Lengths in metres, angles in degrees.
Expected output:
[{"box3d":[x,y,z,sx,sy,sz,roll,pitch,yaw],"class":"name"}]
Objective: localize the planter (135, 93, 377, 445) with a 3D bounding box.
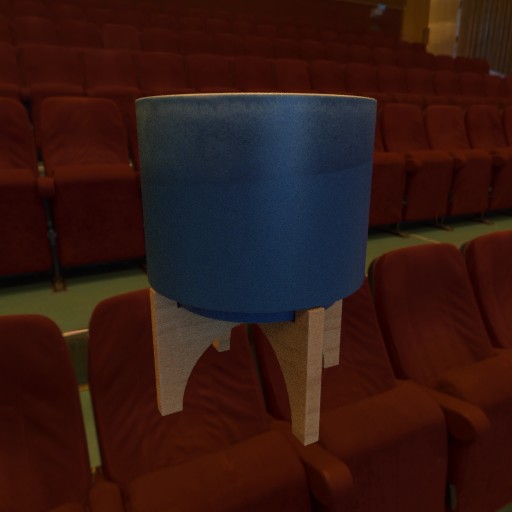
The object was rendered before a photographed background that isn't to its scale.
[{"box3d":[0.000,0.000,0.400,0.192,0.263,0.192,0,16,0],"class":"planter"}]
